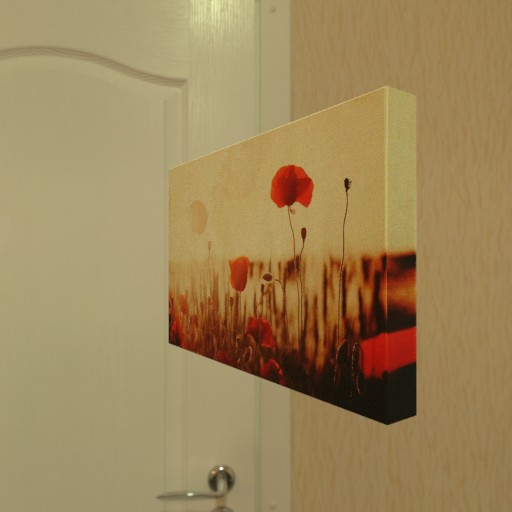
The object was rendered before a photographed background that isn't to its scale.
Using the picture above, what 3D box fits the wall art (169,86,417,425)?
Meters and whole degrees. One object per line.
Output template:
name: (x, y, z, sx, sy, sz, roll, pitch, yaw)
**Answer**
wall art: (0.000, 0.000, 0.492, 0.037, 0.251, 0.383, 0, 0, -36)
